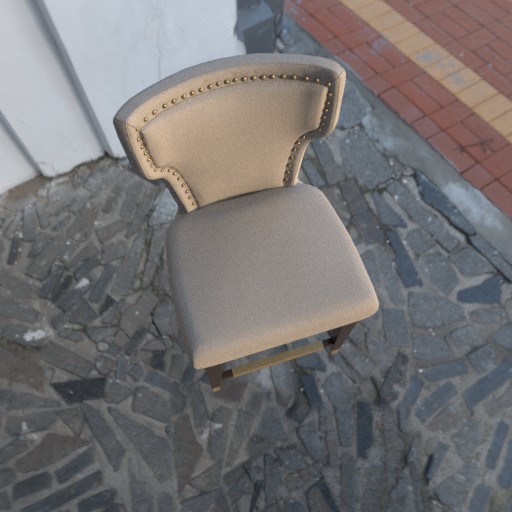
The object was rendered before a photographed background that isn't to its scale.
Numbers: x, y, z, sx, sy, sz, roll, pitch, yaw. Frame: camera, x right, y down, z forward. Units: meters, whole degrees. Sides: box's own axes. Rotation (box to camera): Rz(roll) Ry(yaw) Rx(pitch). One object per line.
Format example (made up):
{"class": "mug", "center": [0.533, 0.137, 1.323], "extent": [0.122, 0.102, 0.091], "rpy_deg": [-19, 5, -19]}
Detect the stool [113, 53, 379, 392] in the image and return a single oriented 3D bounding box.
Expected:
{"class": "stool", "center": [0.000, 0.000, 1.317], "extent": [0.527, 0.982, 0.563], "rpy_deg": [-16, 65, -8]}
